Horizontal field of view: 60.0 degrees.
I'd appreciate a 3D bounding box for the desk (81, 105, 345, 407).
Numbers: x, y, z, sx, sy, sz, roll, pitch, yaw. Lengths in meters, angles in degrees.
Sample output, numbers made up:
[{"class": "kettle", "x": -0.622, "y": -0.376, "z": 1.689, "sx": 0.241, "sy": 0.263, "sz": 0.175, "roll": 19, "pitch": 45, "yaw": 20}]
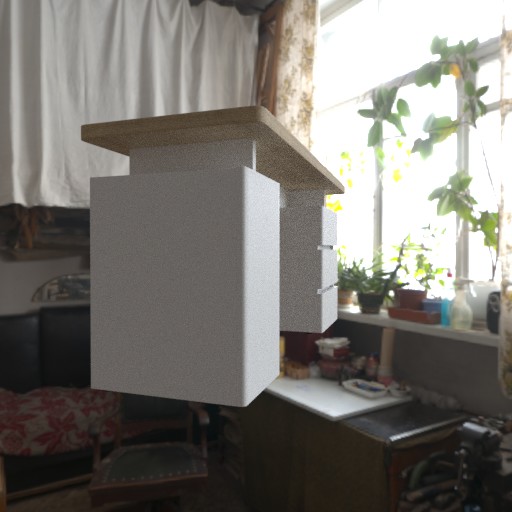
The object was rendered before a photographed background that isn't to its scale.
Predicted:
[{"class": "desk", "x": 0.000, "y": 0.000, "z": 1.873, "sx": 0.550, "sy": 0.755, "sz": 1.500, "roll": 0, "pitch": 1, "yaw": 19}]
